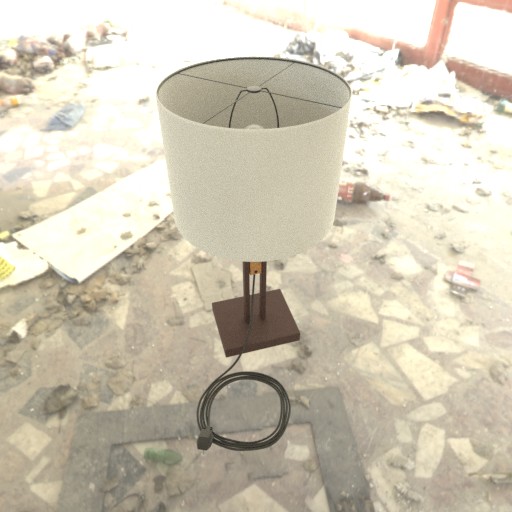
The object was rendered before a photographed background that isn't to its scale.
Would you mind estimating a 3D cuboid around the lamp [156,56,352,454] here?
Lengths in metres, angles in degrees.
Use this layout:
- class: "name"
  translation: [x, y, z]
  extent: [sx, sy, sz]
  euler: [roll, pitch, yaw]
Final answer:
- class: "lamp"
  translation: [0.000, 0.000, 0.963]
  extent: [0.396, 0.668, 0.525]
  euler: [-11, 42, -12]
